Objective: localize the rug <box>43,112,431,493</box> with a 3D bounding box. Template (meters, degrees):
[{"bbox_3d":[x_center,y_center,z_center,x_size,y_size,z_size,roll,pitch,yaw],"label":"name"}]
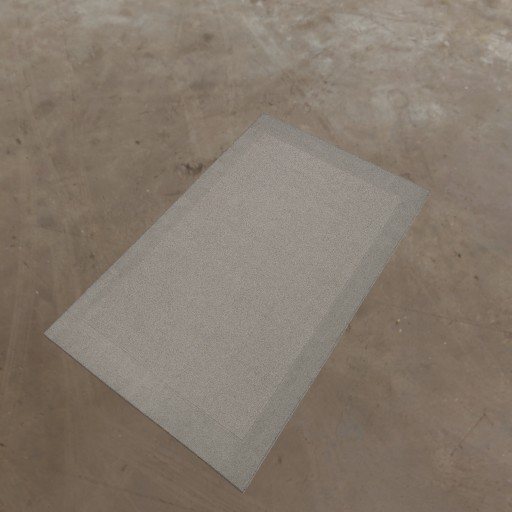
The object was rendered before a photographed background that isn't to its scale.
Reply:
[{"bbox_3d":[0.000,0.000,3.033,1.524,0.014,2.438,31,63,17],"label":"rug"}]
